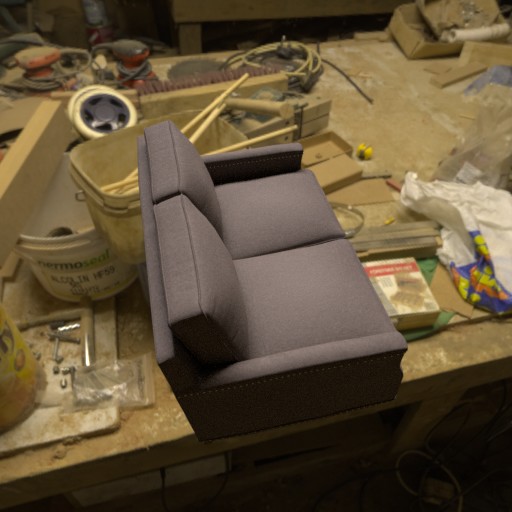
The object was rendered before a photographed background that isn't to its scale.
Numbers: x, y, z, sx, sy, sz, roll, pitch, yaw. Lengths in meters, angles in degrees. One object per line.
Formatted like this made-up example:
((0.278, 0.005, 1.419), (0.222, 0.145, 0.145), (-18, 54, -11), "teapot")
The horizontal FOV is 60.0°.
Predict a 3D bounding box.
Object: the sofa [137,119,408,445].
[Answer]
((0.000, 0.000, 2.385), (1.084, 1.003, 1.597), (-10, 48, -9), "sofa")
